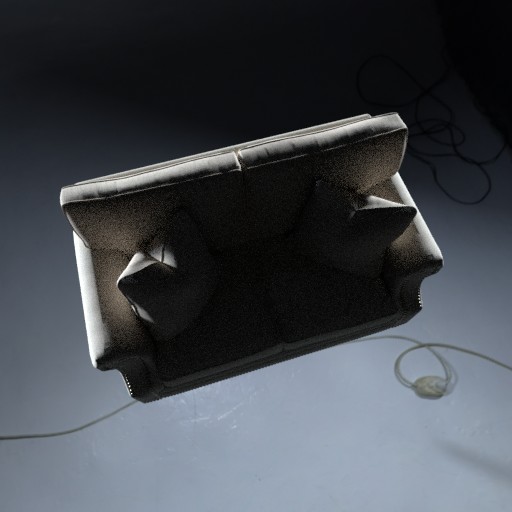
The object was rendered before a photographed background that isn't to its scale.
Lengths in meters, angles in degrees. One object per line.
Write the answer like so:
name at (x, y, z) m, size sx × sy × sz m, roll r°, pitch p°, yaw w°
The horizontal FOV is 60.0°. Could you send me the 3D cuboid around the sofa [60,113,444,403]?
sofa at (0.000, 0.000, 2.260) m, size 1.701 × 0.966 × 0.966 m, roll -15°, pitch 65°, yaw -7°
